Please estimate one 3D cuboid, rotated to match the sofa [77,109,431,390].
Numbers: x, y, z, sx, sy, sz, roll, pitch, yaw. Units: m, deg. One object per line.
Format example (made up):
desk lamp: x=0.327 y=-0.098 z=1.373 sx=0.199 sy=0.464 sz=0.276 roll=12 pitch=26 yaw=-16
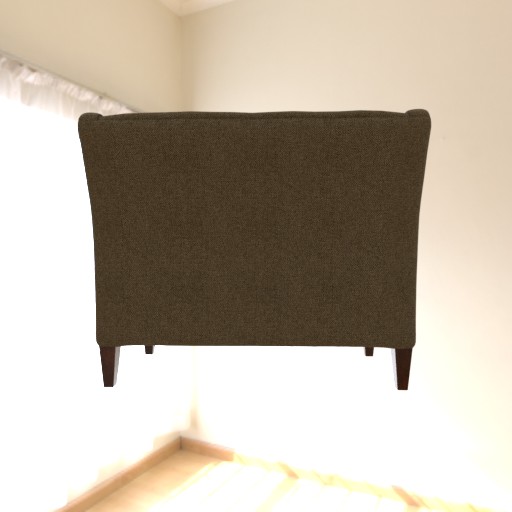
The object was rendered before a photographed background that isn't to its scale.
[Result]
sofa: x=0.000 y=0.000 z=1.936 sx=1.242 sy=1.021 sz=0.870 roll=0 pitch=0 yaw=2
